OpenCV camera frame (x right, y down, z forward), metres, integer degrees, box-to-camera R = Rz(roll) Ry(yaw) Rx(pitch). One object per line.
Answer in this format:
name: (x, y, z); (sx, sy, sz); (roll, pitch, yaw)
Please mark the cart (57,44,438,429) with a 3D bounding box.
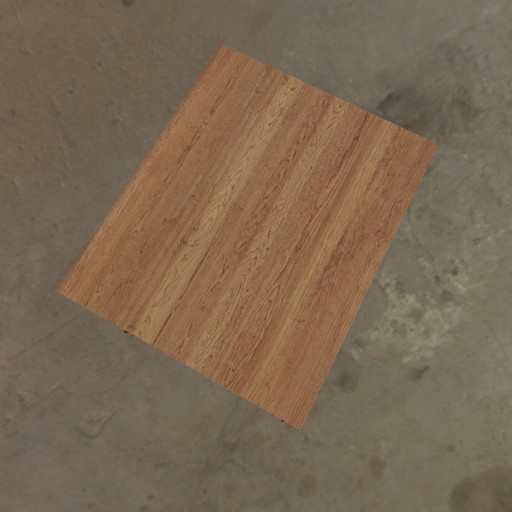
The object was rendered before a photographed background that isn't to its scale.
cart: (0.000, 0.000, 1.110); (0.558, 0.603, 0.666); (28, 77, 7)
